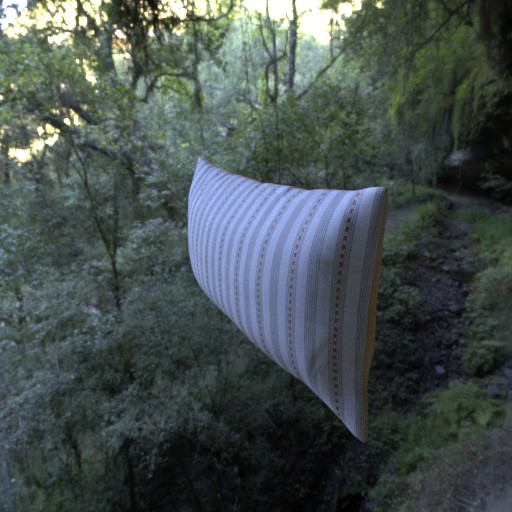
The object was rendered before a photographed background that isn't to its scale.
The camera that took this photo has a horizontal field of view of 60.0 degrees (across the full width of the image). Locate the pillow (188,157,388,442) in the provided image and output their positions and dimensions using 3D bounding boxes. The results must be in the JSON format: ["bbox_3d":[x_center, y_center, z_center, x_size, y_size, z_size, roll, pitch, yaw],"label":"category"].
[{"bbox_3d":[0.000,0.000,0.735,0.151,0.291,0.608,-7,17,-24],"label":"pillow"}]
